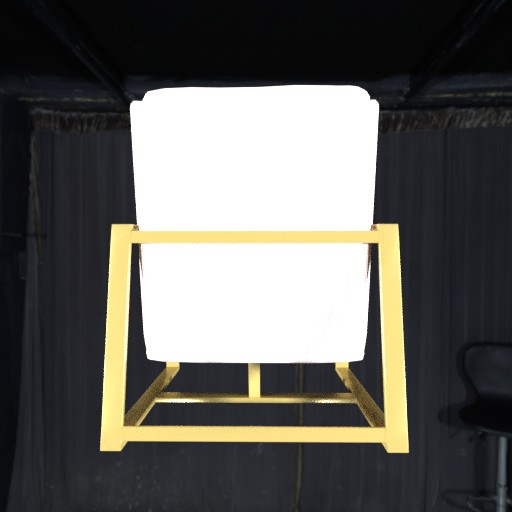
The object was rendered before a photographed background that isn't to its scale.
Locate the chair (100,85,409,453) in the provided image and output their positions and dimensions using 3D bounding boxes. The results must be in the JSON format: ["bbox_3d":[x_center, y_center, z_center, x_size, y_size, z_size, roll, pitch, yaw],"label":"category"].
[{"bbox_3d":[0.000,0.000,1.489,0.758,0.956,0.813,0,0,1],"label":"chair"}]
